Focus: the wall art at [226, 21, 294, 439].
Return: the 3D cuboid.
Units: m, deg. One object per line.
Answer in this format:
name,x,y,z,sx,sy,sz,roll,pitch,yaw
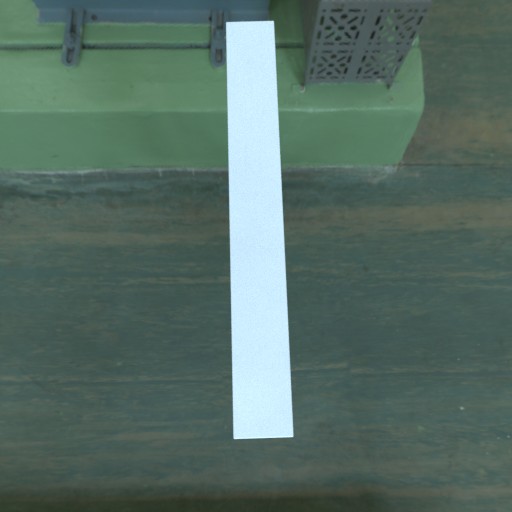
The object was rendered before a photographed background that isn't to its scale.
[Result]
wall art,0.000,0.000,0.459,0.038,0.305,0.305,-2,77,0
